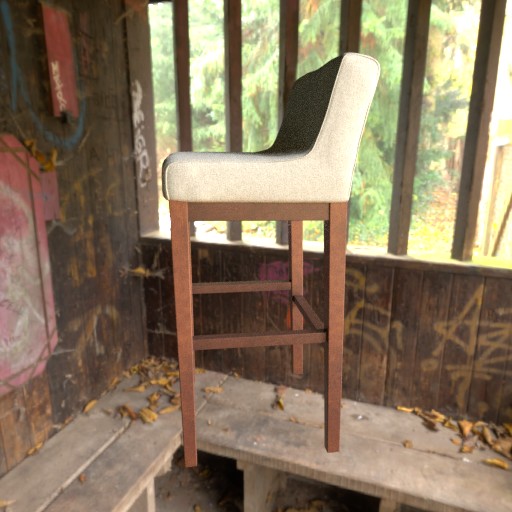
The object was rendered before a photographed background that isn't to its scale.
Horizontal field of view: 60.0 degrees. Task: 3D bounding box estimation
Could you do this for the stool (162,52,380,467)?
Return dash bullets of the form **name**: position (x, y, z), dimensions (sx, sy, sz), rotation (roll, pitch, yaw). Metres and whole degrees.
- **stool**: position (0.000, 0.000, 1.303), dimensions (0.500, 1.037, 0.511), rotation (-2, 15, -8)
